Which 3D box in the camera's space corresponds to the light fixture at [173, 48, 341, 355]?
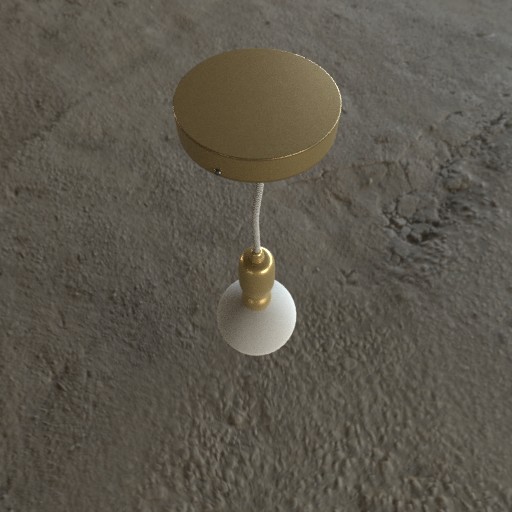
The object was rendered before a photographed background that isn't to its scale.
[{"bbox_3d":[0.000,0.000,0.594,0.146,0.510,0.147,32,63,18],"label":"light fixture"}]
